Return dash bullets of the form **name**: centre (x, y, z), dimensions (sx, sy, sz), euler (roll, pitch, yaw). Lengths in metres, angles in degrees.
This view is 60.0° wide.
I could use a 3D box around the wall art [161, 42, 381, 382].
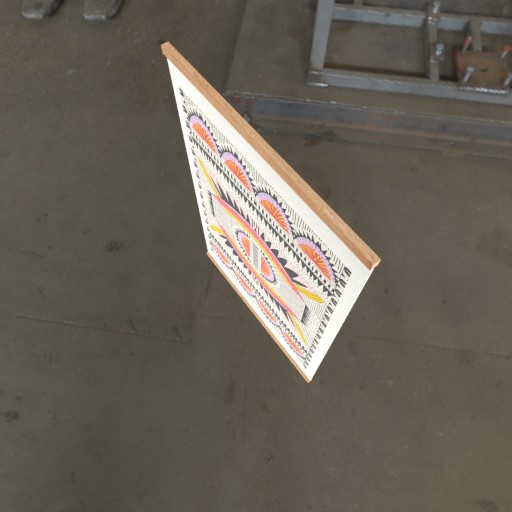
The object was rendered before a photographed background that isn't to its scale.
- **wall art**: centre (0.000, 0.000, 1.964), dimensions (0.028, 1.533, 0.999), euler (-34, 68, -16)
